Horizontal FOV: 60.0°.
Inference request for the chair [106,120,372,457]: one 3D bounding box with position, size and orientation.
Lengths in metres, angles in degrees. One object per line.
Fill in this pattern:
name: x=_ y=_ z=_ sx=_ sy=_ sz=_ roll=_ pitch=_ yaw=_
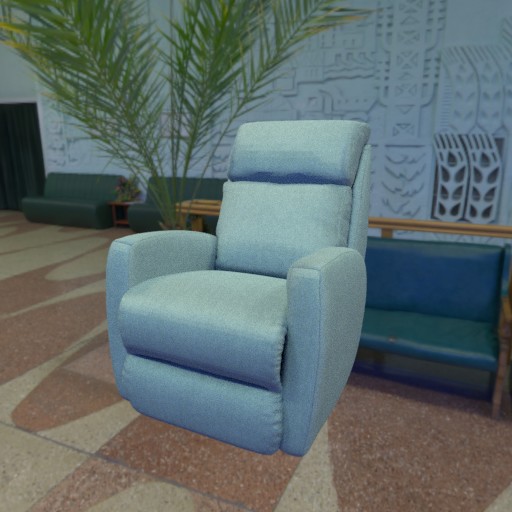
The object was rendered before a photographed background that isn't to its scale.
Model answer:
chair: x=0.000 y=0.000 z=1.683 sx=0.812 sy=1.013 sz=0.940 roll=7 pitch=16 yaw=26
